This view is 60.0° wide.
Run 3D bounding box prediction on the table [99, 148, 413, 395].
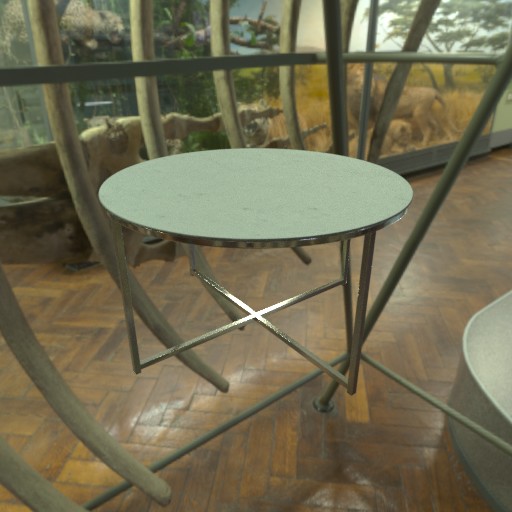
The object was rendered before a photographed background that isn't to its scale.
[{"bbox_3d":[0.000,0.000,1.279,0.800,0.450,0.800,0,25,0],"label":"table"}]
